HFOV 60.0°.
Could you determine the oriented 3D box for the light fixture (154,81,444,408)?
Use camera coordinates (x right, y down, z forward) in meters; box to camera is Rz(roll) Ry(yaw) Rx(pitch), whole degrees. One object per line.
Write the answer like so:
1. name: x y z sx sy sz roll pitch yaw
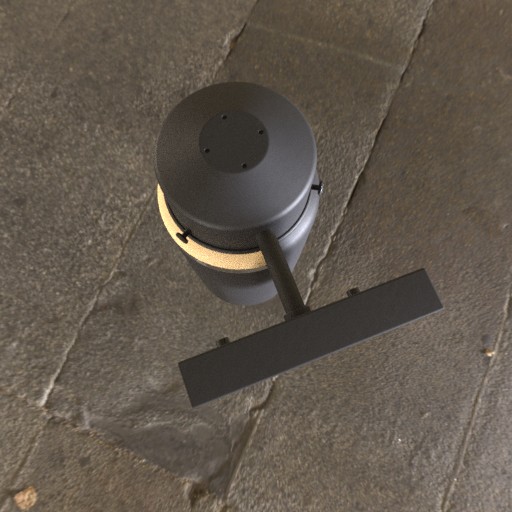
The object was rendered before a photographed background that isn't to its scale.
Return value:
1. light fixture: 0.000 0.000 0.353 0.130 0.257 0.176 -20 77 -5
